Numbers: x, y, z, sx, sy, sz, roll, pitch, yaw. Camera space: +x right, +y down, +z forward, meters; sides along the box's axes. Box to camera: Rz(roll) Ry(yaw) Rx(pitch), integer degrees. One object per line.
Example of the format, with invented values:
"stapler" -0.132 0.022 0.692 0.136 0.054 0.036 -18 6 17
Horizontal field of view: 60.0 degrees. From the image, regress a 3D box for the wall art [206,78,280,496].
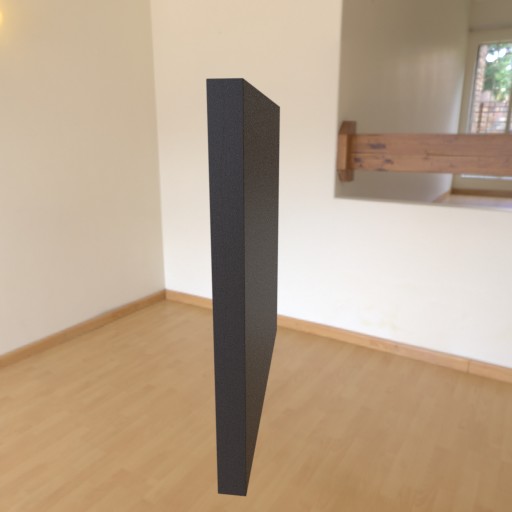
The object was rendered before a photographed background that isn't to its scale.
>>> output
"wall art" 0.000 0.000 0.752 0.038 0.507 0.507 2 16 7
